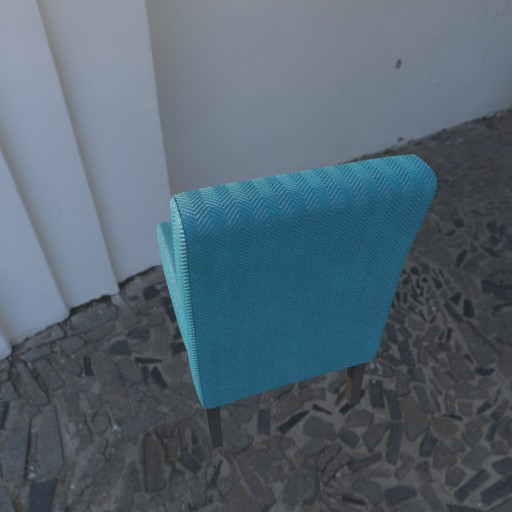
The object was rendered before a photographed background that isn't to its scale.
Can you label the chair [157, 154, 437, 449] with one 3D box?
[{"bbox_3d":[0.000,0.000,1.442,0.579,0.927,0.808,-12,41,-14],"label":"chair"}]
